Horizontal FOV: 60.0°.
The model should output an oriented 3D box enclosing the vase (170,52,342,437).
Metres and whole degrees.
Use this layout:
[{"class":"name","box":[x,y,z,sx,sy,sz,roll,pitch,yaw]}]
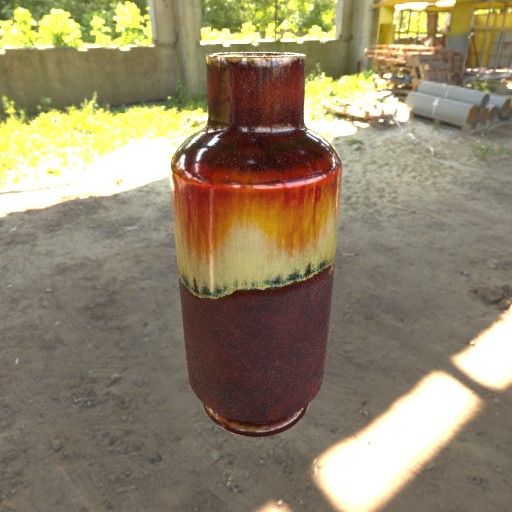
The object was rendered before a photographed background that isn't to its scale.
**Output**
[{"class":"vase","box":[0.000,0.000,0.315,0.111,0.261,0.111,0,27,0]}]
